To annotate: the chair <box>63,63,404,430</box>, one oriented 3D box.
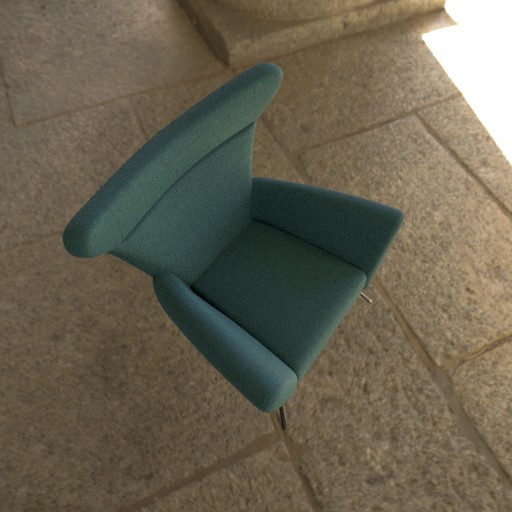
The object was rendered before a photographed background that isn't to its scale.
[{"bbox_3d":[0.000,0.000,1.793,0.900,0.980,1.050,32,64,18],"label":"chair"}]
